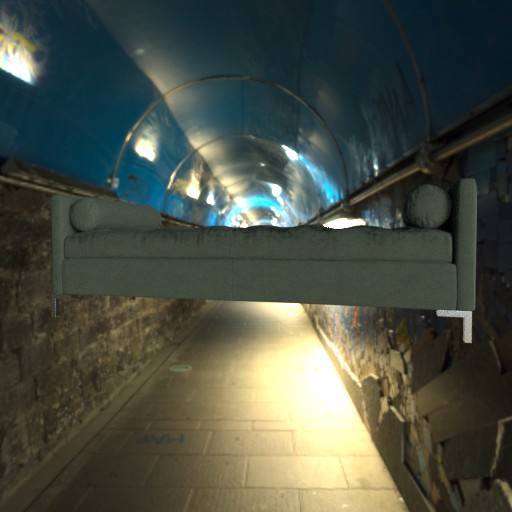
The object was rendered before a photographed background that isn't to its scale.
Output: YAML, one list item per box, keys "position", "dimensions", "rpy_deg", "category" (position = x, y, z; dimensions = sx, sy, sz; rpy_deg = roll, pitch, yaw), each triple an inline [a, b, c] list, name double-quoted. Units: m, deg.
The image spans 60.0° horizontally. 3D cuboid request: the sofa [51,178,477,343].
- position: [0.000, 0.000, 2.439]
  dimensions: [2.102, 0.657, 0.797]
  rpy_deg: [1, 2, 18]
  category: "sofa"
